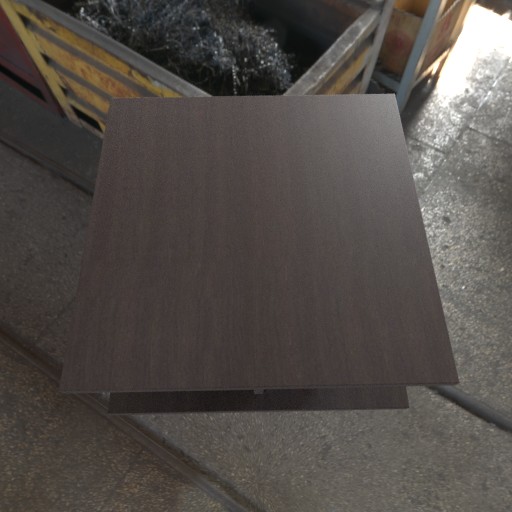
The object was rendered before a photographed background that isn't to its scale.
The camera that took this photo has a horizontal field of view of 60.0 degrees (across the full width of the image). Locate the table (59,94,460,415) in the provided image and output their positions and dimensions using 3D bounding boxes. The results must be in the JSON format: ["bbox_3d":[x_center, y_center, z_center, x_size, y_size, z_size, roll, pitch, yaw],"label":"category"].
[{"bbox_3d":[0.000,0.000,1.189,0.762,0.396,0.762,-1,63,-1],"label":"table"}]
